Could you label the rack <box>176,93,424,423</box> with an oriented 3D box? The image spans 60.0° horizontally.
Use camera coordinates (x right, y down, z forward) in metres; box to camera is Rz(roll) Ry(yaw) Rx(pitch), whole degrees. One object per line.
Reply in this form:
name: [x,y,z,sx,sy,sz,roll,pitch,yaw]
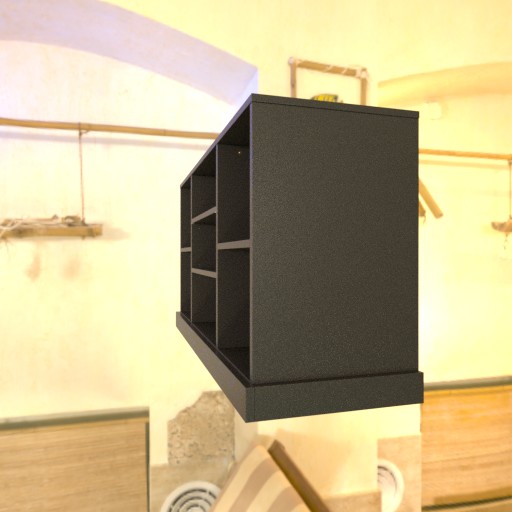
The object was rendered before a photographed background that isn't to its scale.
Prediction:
rack: [0.000,0.000,1.478,0.399,0.635,1.206,0,0,-16]
